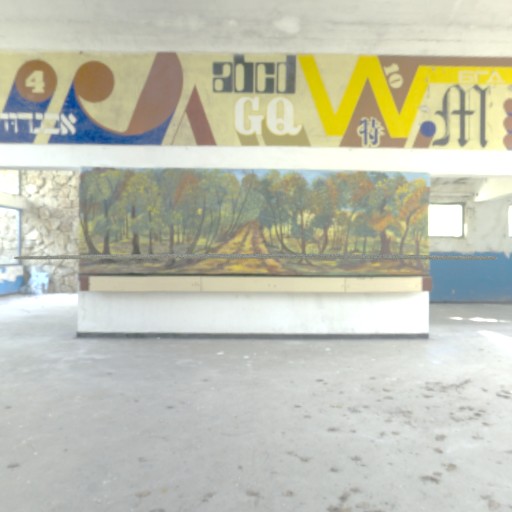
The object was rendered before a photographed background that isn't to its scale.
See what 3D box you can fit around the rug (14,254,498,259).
[{"bbox_3d":[0.000,0.000,3.040,2.498,0.022,1.535,0,1,0],"label":"rug"}]
